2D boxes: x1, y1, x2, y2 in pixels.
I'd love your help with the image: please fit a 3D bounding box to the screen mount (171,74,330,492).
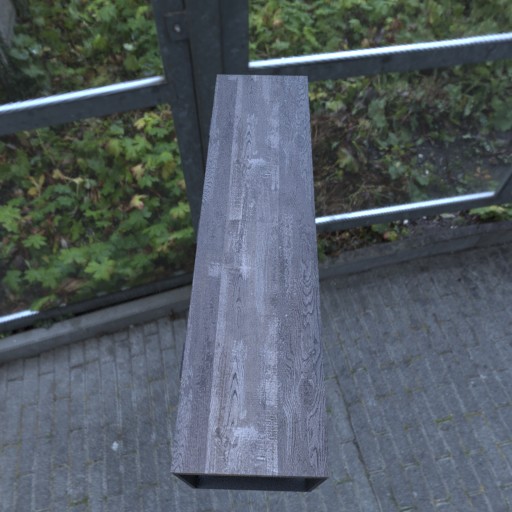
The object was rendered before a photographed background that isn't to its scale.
[{"bbox_3d":[0.000,0.000,1.661,0.395,0.450,1.524,1,58,1],"label":"screen mount"}]
